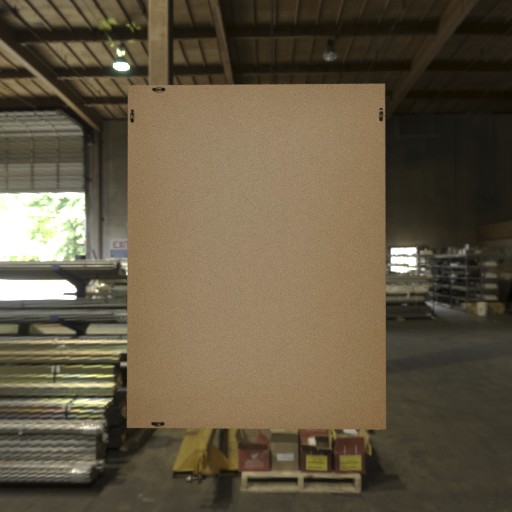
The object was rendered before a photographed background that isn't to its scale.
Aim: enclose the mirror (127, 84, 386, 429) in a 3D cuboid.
[{"bbox_3d":[0.000,0.000,1.323,0.762,1.016,0.040,0,-1,1],"label":"mirror"}]
